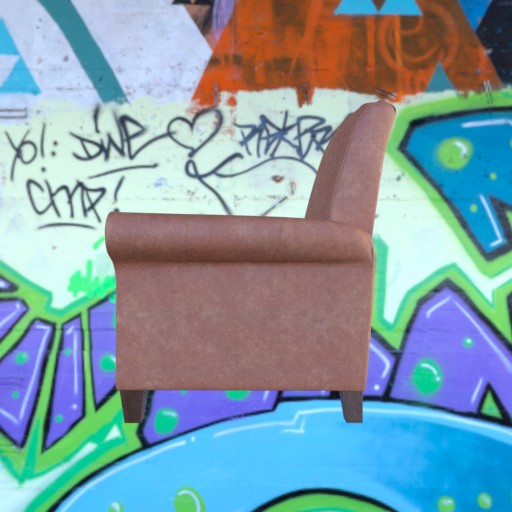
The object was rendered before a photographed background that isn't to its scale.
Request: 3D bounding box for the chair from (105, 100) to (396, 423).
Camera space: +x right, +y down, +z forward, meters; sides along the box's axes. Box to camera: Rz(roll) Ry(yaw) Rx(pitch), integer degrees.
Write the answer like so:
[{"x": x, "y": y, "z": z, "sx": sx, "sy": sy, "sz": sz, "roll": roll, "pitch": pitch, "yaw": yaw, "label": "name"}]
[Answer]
[{"x": 0.000, "y": 0.000, "z": 1.747, "sx": 0.902, "sy": 1.061, "sz": 0.978, "roll": 0, "pitch": -2, "yaw": 0, "label": "chair"}]
